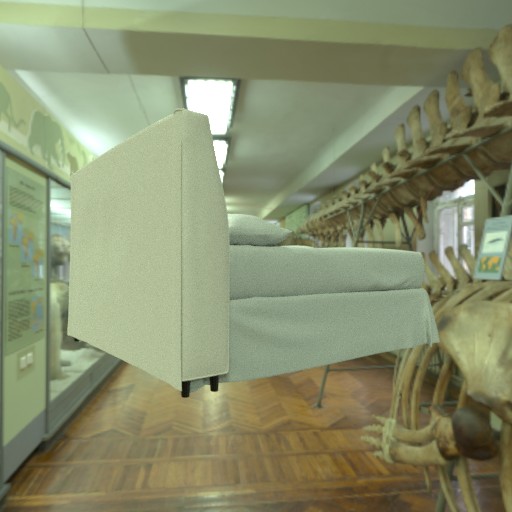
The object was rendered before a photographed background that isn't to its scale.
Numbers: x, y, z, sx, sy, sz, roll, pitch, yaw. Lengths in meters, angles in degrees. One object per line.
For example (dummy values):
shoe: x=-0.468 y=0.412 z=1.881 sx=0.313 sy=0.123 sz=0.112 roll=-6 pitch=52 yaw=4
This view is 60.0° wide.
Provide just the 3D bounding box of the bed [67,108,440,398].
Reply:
bed: x=0.000 y=0.000 z=3.402 sx=2.276 sy=1.332 sz=1.925 roll=1 pitch=-1 yaw=-37
